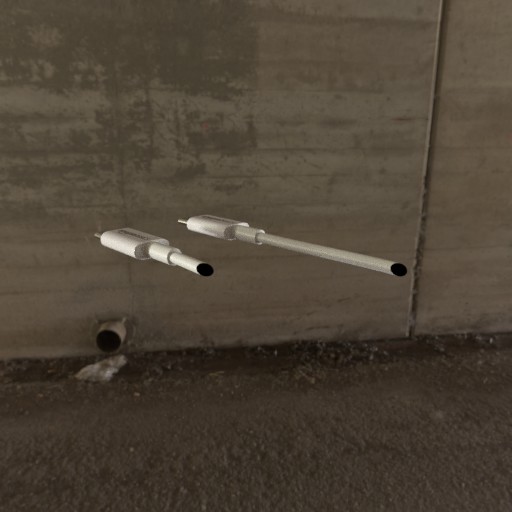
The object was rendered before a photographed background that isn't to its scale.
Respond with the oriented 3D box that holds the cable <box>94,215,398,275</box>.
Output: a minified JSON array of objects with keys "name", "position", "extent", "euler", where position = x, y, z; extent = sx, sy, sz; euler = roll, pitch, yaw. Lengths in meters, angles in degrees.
[{"name":"cable","position":[0.000,0.000,0.111],"extent":[0.041,0.005,0.098],"euler":[-15,22,-42]}]
